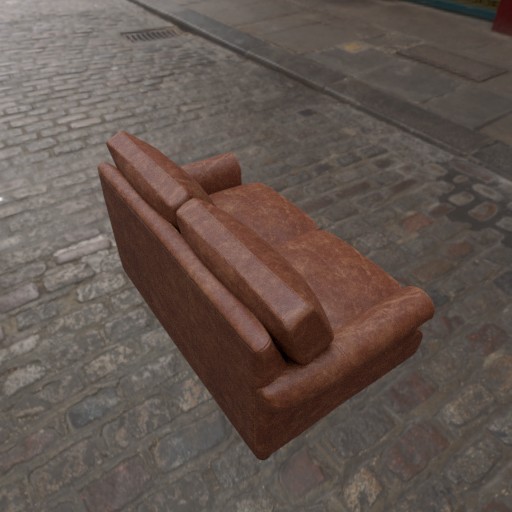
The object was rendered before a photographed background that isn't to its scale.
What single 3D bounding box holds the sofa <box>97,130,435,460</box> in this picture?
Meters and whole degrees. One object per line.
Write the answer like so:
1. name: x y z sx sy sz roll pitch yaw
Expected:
1. sofa: 0.000 0.000 2.221 0.990 0.967 1.616 -25 46 -26
